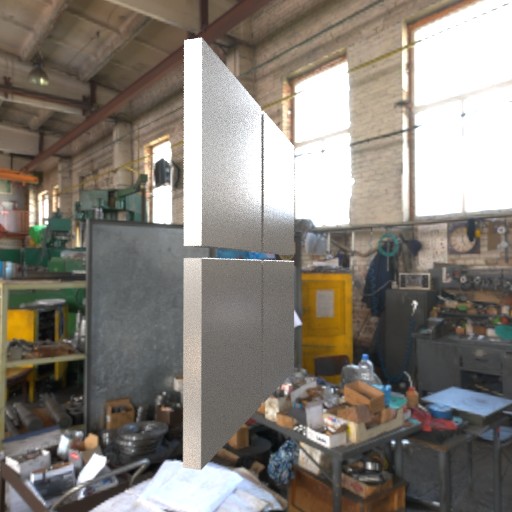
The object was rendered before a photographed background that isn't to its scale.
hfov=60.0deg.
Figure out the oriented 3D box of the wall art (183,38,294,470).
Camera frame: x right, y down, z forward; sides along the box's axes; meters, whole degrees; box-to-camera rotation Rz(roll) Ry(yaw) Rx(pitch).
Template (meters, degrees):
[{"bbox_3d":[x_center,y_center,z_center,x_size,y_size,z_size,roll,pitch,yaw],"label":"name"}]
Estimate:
[{"bbox_3d":[0.000,0.000,0.922,0.029,0.611,0.611,0,-1,17],"label":"wall art"}]
